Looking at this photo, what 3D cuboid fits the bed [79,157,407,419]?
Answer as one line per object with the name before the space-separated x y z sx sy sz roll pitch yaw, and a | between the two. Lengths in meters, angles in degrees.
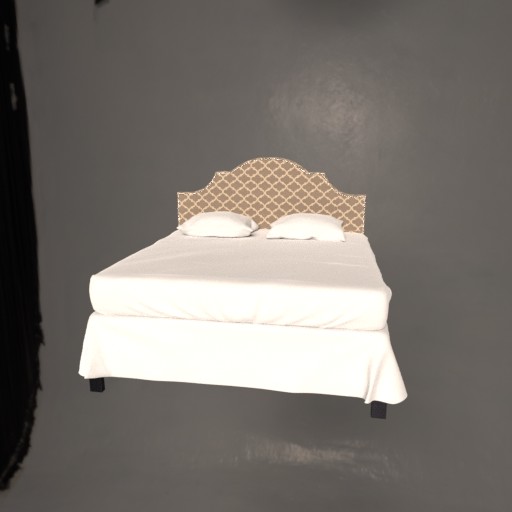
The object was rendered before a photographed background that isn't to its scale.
bed | 0.000 0.000 3.771 2.314 1.601 2.222 2 14 9
